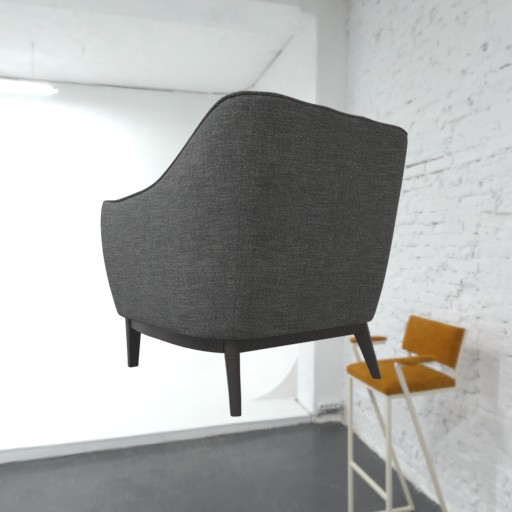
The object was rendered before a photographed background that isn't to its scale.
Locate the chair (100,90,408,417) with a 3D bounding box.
[{"bbox_3d":[0.000,0.000,1.575,0.870,0.829,0.851,0,1,-36],"label":"chair"}]
